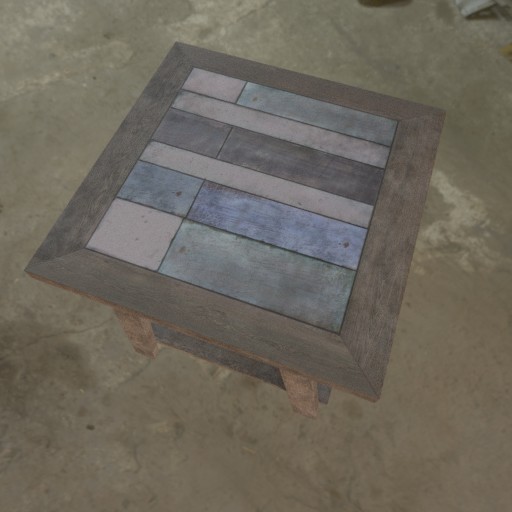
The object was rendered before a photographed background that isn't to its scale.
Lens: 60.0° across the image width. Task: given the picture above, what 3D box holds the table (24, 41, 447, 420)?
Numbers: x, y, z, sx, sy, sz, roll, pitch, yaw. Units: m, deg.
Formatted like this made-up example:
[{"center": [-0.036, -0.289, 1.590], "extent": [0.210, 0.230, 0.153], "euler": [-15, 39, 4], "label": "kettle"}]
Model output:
[{"center": [0.000, 0.000, 1.098], "extent": [0.610, 0.610, 0.610], "euler": [18, 65, 9], "label": "table"}]
